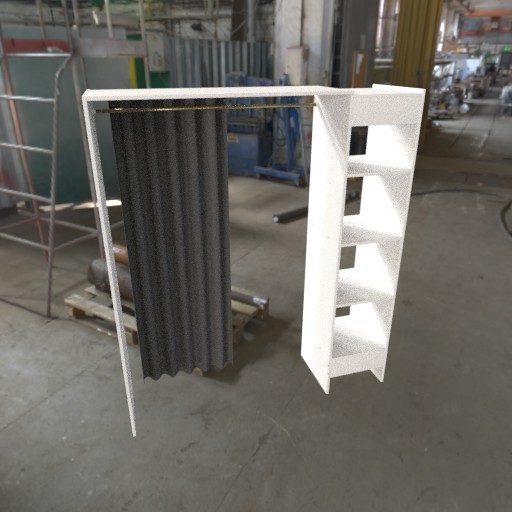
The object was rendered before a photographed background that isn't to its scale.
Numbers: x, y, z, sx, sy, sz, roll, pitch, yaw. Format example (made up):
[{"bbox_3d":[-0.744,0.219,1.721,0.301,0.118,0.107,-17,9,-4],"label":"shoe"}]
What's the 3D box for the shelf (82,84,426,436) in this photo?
[{"bbox_3d":[0.000,0.000,2.559,1.600,1.810,0.500,-7,25,-15],"label":"shelf"}]
